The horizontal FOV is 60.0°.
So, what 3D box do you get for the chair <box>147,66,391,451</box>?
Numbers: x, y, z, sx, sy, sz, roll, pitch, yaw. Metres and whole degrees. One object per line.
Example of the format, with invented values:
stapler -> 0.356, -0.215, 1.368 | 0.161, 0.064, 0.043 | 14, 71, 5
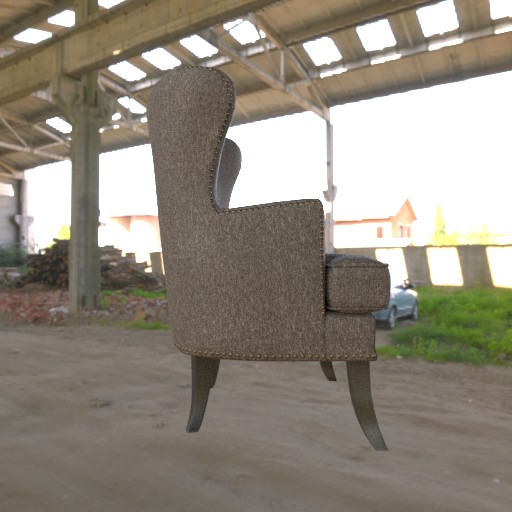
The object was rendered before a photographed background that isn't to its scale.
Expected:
chair -> 0.000, 0.000, 1.571 | 0.758, 1.060, 0.759 | 0, -2, 0
